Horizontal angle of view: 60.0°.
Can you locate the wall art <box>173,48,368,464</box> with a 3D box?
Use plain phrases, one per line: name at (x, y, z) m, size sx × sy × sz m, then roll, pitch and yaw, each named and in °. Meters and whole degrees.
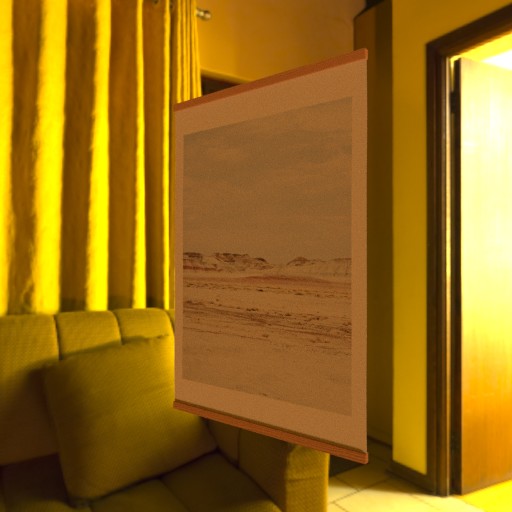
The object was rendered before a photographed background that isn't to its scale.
wall art at (0.000, 0.000, 1.930) m, size 1.011 × 1.521 × 0.025 m, roll 0°, pitch 0°, yaw 36°
